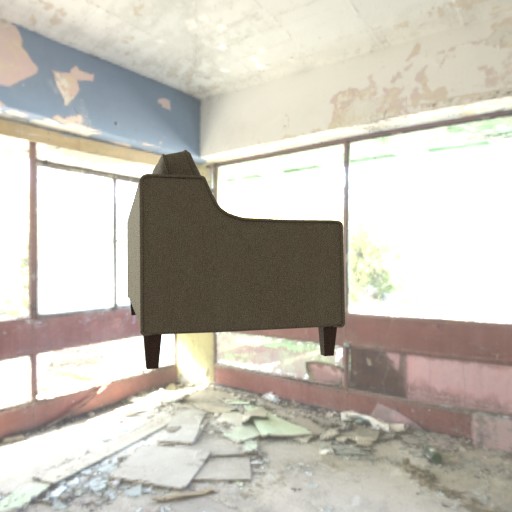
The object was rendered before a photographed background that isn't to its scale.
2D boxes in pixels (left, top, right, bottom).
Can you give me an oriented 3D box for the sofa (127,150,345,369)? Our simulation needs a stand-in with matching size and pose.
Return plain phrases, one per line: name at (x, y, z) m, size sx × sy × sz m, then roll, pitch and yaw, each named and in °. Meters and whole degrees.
sofa at (0.000, 0.000, 3.384) m, size 1.858 × 1.081 × 2.317 m, roll 0°, pitch -1°, yaw -18°
